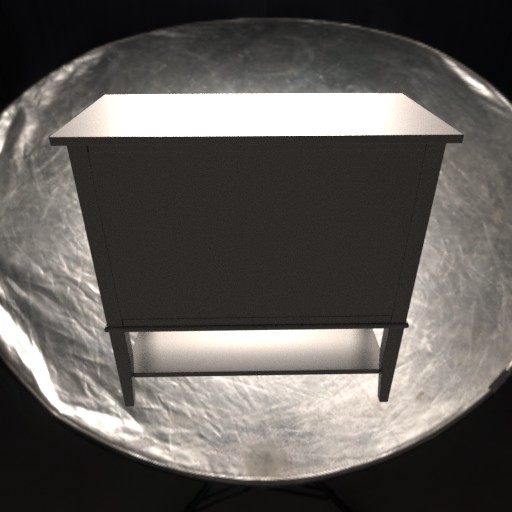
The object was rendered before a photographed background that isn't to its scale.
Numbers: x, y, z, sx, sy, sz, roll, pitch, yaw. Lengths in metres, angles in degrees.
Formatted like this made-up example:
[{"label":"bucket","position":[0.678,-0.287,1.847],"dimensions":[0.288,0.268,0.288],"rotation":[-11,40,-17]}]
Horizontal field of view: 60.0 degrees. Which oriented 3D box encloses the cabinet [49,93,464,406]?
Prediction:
[{"label":"cabinet","position":[0.000,0.000,1.224],"dimensions":[0.801,0.780,0.396],"rotation":[-1,31,-1]}]
